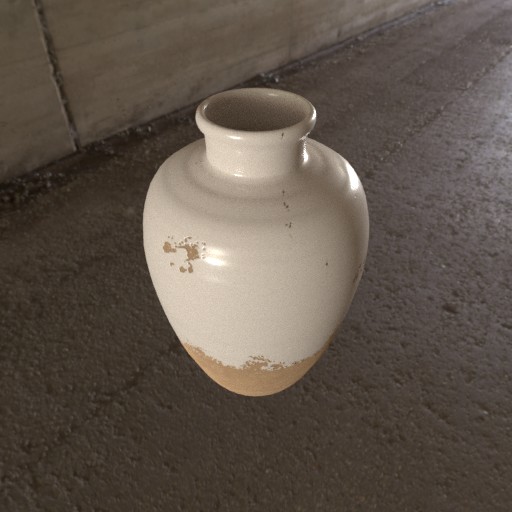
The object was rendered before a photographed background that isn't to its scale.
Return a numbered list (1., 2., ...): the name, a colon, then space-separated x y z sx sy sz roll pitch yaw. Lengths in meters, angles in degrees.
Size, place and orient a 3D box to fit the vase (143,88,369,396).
1. vase: 0.000 0.000 0.334 0.158 0.228 0.158 0 40 0
